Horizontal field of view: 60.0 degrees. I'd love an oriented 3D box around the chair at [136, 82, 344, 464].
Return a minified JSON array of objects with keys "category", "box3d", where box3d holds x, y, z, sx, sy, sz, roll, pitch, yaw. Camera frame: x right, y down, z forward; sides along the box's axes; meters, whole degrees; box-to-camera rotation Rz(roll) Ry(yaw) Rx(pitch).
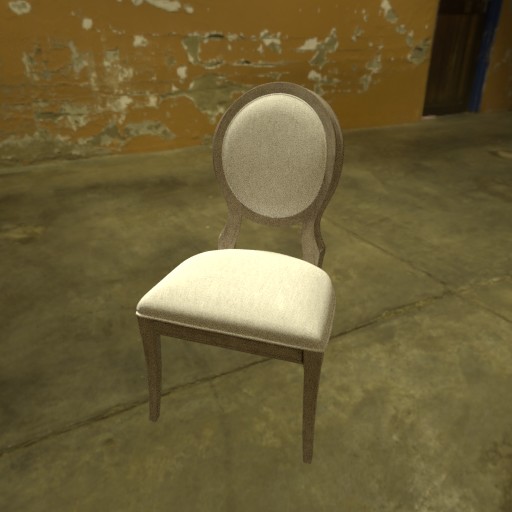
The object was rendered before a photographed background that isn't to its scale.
[{"category":"chair","box3d":[0.000,0.000,1.405,0.558,0.990,0.602,8,27,16]}]
